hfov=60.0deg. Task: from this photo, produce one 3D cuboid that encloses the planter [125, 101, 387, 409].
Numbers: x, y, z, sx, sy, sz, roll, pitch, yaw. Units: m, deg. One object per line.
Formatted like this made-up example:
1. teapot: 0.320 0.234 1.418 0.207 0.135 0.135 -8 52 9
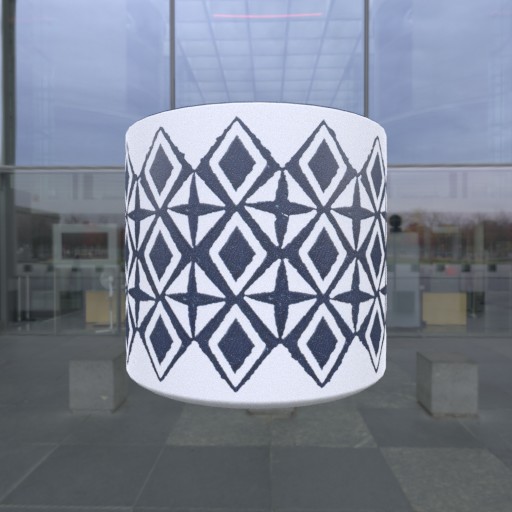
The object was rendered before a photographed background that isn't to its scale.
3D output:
1. planter: 0.000 0.000 0.396 0.224 0.203 0.224 0 1 0
